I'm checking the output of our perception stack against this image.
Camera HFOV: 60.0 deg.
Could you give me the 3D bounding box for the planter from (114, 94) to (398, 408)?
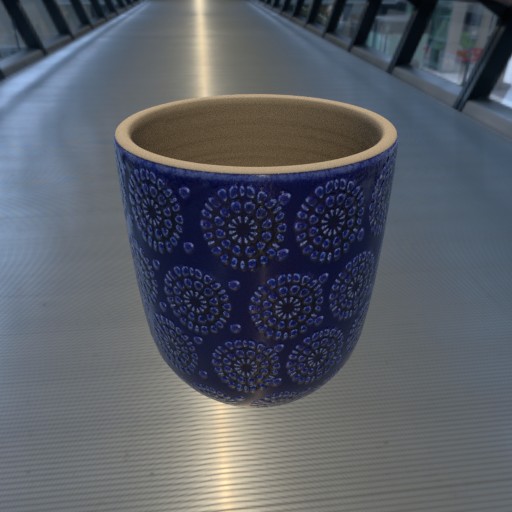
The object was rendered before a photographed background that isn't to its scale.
[{"bbox_3d":[0.000,0.000,0.345,0.184,0.206,0.184,0,31,0],"label":"planter"}]
